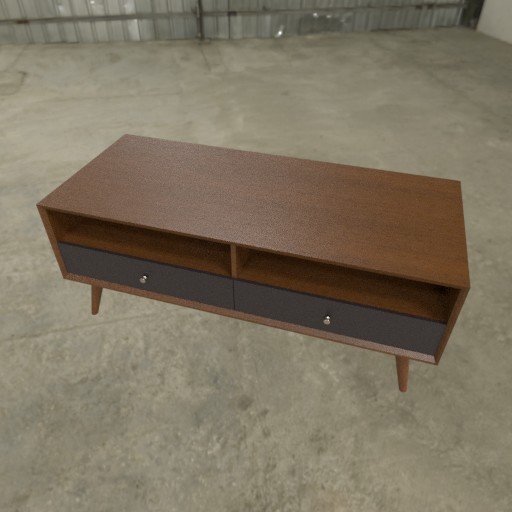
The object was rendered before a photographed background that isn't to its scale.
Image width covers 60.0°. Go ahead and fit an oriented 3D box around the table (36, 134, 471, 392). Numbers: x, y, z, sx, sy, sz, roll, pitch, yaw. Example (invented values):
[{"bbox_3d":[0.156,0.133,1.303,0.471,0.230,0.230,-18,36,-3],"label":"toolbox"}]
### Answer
[{"bbox_3d":[0.000,0.000,1.410,1.119,0.464,0.490,11,41,13],"label":"table"}]
